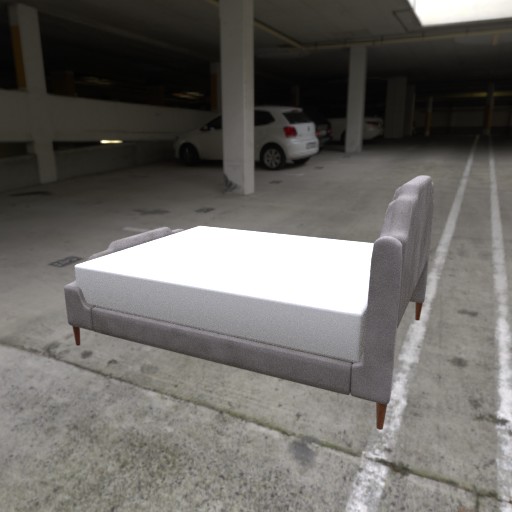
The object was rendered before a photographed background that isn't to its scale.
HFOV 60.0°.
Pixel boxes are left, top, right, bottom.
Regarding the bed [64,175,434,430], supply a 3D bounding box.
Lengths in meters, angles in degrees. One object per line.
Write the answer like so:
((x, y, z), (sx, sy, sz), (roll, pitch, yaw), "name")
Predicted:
((0.000, 0.000, 3.378), (2.340, 1.245, 1.676), (7, 17, 25), "bed")
